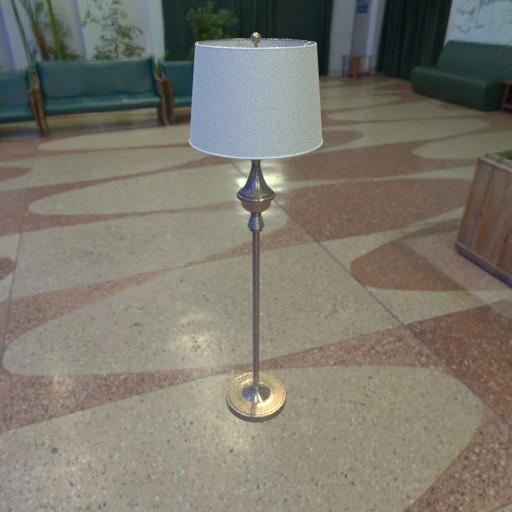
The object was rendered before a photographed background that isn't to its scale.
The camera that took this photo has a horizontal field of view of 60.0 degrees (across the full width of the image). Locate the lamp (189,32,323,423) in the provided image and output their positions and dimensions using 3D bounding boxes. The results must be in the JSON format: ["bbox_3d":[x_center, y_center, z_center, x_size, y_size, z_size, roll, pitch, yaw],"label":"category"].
[{"bbox_3d":[0.000,0.000,1.651,0.431,1.488,0.431,0,30,0],"label":"lamp"}]
